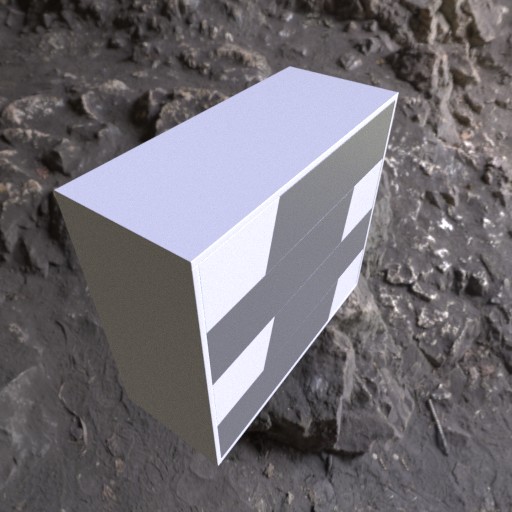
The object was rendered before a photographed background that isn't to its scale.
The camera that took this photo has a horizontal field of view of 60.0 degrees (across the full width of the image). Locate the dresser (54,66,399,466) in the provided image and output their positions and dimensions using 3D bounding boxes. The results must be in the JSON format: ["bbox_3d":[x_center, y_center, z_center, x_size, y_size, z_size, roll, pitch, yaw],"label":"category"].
[{"bbox_3d":[0.000,0.000,1.674,0.460,1.000,1.100,26,48,26],"label":"dresser"}]
